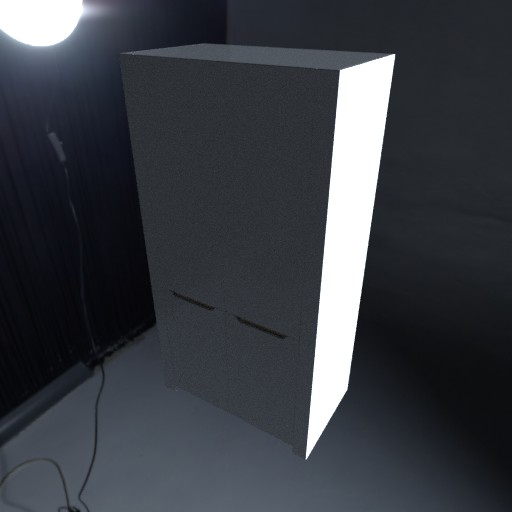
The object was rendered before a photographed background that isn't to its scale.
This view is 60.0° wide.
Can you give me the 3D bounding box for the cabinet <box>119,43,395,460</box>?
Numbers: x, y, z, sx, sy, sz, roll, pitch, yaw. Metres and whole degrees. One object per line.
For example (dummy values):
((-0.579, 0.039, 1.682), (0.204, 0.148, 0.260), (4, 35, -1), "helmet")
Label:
((0.000, 0.000, 2.303), (0.980, 1.920, 0.580), (17, 34, 27), "cabinet")
